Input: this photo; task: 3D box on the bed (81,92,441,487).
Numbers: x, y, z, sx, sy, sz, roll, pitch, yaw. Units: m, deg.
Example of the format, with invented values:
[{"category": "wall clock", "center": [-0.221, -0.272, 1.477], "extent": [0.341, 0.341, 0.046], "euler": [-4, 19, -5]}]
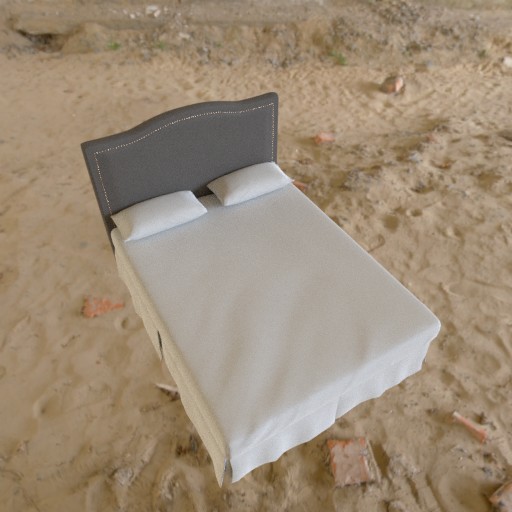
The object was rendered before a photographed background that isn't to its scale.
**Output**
[{"category": "bed", "center": [0.000, 0.000, 3.340], "extent": [1.821, 1.436, 2.282], "euler": [-23, 49, -21]}]
